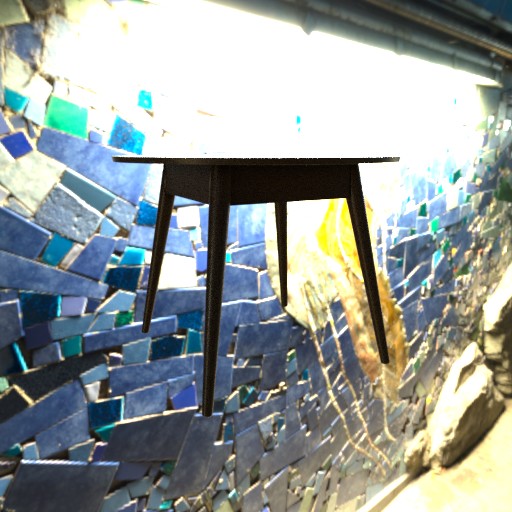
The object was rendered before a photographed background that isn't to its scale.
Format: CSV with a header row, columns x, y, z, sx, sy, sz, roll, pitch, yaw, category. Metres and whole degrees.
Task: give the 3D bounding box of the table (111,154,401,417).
x,y,z,sx,sy,sz,roll,pitch,yaw,category
0.000,0.000,1.781,1.053,0.786,1.053,0,13,0,table
